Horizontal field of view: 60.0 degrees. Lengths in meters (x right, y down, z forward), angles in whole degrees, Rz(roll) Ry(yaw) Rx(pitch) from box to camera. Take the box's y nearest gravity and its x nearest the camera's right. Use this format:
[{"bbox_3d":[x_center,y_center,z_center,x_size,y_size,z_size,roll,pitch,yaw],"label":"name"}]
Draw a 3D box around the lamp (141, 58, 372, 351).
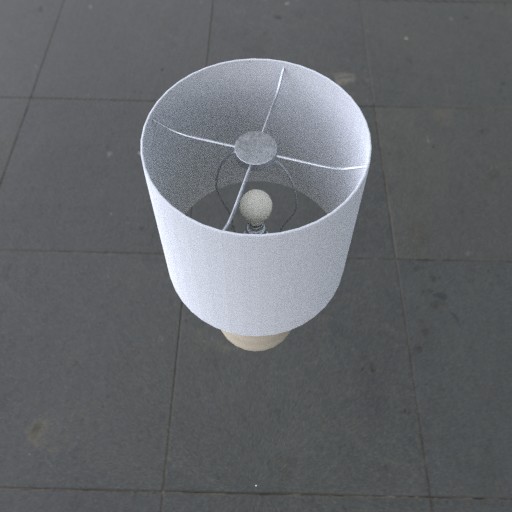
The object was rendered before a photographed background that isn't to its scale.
[{"bbox_3d":[0.000,0.000,0.479,0.186,0.369,0.186,0,63,0],"label":"lamp"}]
